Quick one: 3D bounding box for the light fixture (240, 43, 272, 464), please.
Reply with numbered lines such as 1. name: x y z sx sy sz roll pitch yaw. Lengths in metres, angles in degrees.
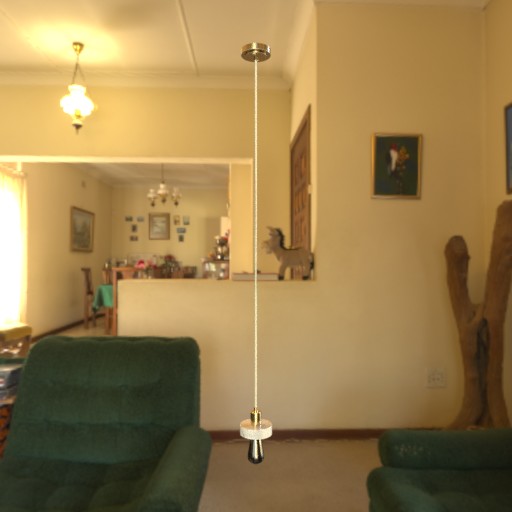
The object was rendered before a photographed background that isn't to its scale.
1. light fixture: 0.000 0.000 1.789 0.129 1.669 0.129 0 -1 -18
